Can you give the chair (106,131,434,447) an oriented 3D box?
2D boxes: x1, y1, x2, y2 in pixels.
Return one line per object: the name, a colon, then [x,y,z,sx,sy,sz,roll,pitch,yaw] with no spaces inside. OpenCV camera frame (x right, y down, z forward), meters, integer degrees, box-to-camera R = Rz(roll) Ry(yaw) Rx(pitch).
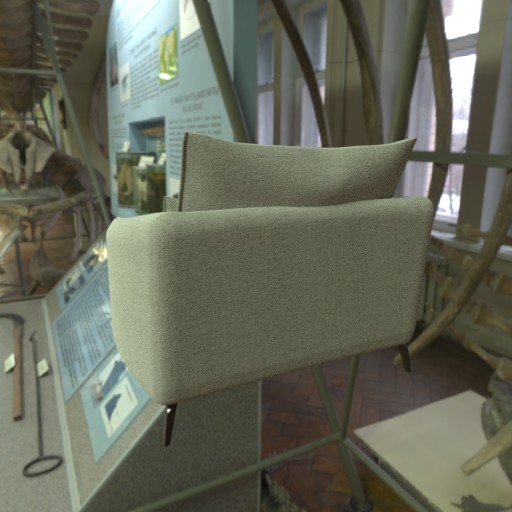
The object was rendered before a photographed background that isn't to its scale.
chair: [0.000,0.000,1.641,1.029,0.856,0.801,-7,15,-26]
